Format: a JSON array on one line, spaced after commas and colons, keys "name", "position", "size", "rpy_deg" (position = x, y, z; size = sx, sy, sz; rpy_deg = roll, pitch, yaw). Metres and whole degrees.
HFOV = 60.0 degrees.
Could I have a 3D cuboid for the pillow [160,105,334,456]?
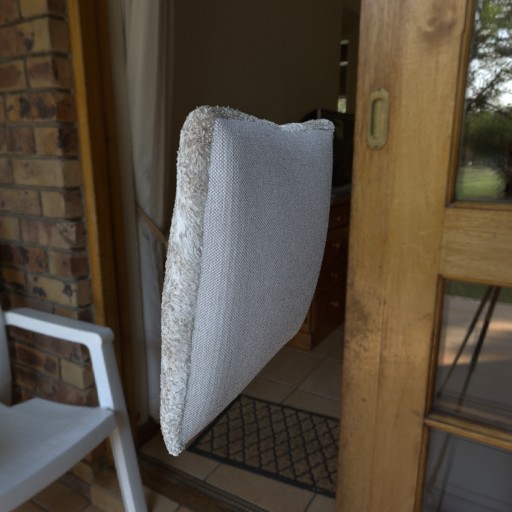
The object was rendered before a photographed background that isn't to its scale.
[{"name": "pillow", "position": [0.000, 0.000, 0.829], "size": [0.218, 0.515, 0.529], "rpy_deg": [6, 15, 25]}]
